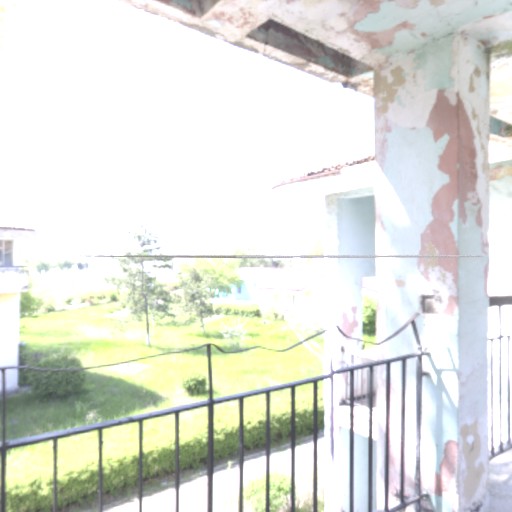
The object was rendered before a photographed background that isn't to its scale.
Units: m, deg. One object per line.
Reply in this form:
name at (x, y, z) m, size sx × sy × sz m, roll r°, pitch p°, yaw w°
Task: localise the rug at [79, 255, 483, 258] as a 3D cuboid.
rug at (0.000, 0.000, 4.179) m, size 2.441 × 0.015 × 3.050 m, roll 0°, pitch 0°, yaw -36°
